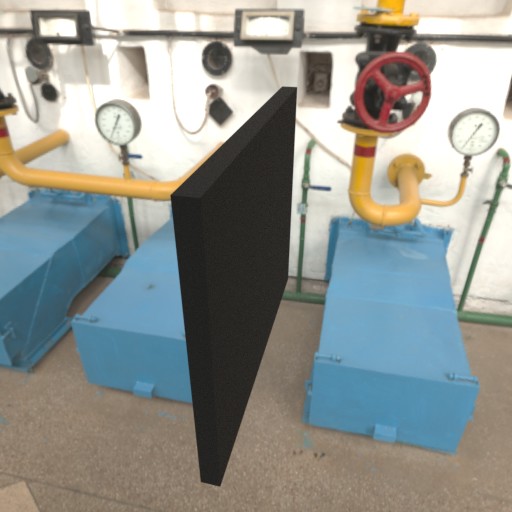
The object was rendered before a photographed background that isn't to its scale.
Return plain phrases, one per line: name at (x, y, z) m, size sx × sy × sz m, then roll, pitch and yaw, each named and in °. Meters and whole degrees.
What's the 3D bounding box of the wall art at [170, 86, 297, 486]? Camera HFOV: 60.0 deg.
wall art at (0.000, 0.000, 0.765) m, size 0.031 × 0.457 × 0.558 m, roll 7°, pitch 32°, yaw 12°
